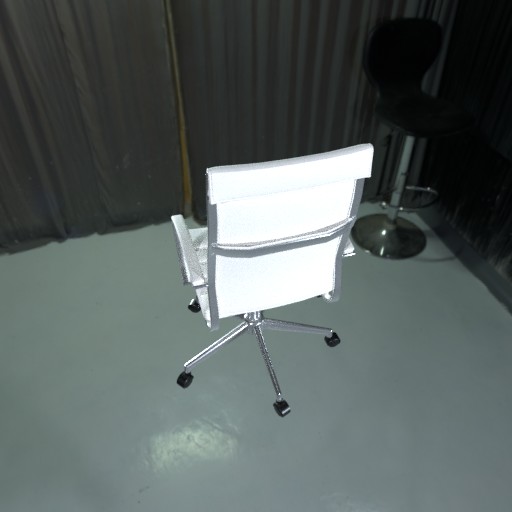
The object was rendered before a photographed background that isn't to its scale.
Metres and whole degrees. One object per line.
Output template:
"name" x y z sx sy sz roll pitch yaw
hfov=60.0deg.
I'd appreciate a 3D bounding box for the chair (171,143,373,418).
"chair" 0.000 0.000 1.690 0.766 1.149 0.739 -12 42 -13
